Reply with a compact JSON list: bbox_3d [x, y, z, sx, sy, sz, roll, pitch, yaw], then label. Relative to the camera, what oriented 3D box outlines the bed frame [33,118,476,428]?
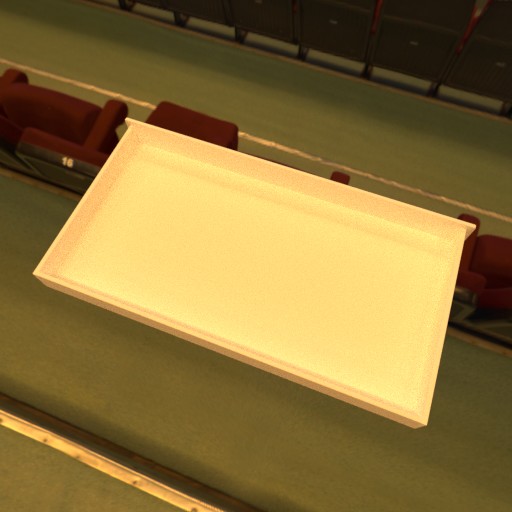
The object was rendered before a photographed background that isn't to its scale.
[{"bbox_3d":[0.000,0.000,1.489,1.300,0.141,0.670,19,66,9],"label":"bed frame"}]
